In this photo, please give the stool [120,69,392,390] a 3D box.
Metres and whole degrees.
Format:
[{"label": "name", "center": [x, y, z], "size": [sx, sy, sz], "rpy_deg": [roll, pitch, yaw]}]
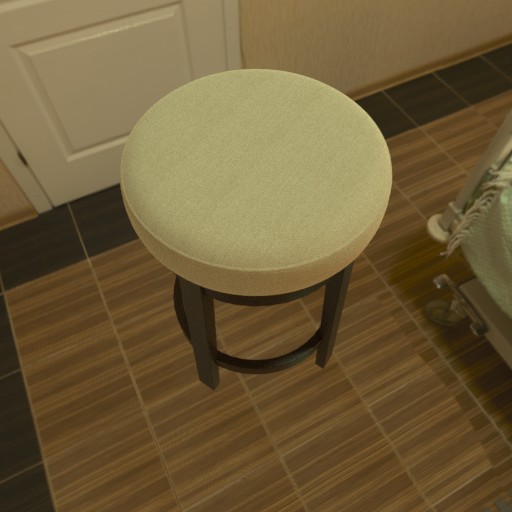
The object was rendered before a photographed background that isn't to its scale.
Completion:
[{"label": "stool", "center": [0.000, 0.000, 0.946], "size": [0.449, 0.655, 0.449], "rpy_deg": [0, 58, 0]}]
